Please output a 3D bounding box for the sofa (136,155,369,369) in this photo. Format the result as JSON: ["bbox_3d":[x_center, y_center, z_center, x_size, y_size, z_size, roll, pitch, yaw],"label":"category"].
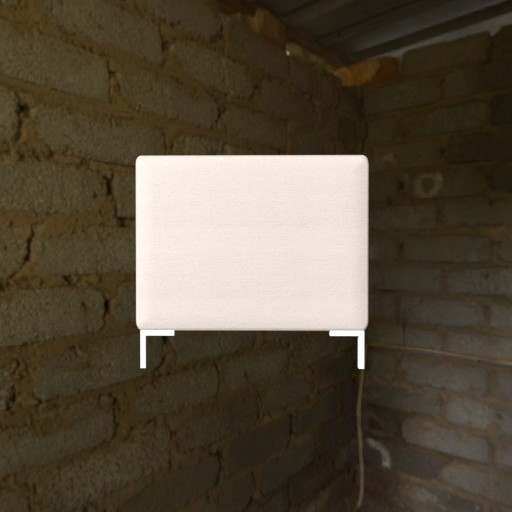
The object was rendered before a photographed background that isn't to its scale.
[{"bbox_3d":[0.000,0.000,2.271,0.686,0.635,1.981,0,1,1],"label":"sofa"}]
